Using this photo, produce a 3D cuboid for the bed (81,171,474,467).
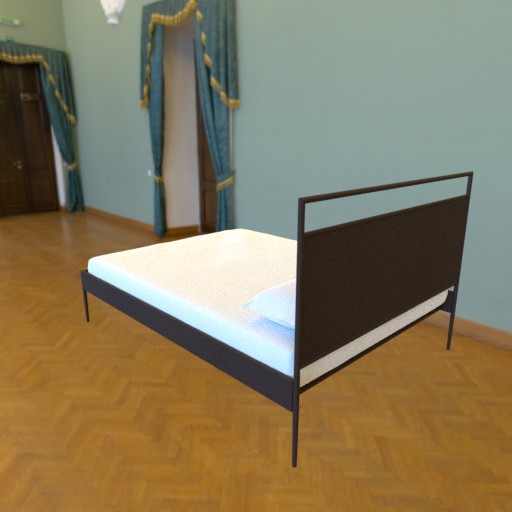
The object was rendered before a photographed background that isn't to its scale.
[{"bbox_3d":[0.000,0.000,3.016,1.572,1.173,2.122,-15,21,-42],"label":"bed"}]
